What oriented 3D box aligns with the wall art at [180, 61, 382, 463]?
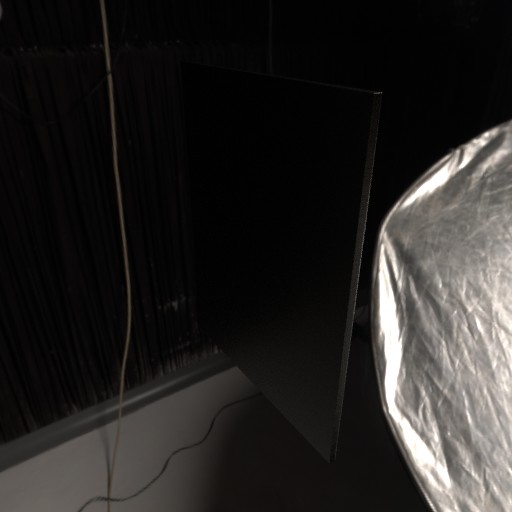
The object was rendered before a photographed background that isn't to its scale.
[{"bbox_3d":[0.000,0.000,0.758,0.013,0.582,0.442,-19,34,-30],"label":"wall art"}]
